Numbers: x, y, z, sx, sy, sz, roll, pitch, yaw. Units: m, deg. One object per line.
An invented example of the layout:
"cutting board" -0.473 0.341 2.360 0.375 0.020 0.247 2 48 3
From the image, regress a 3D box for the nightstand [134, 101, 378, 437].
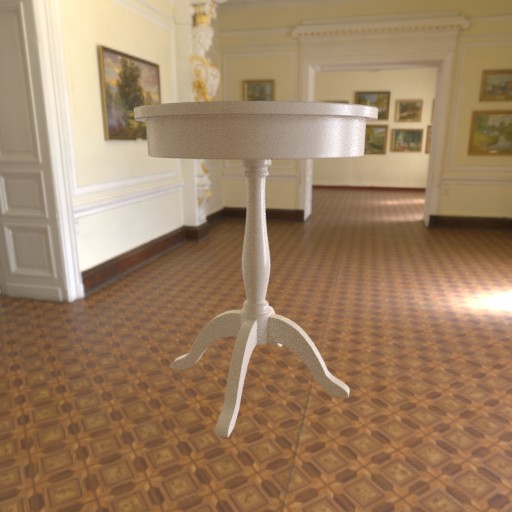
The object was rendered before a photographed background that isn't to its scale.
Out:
"nightstand" 0.000 0.000 1.044 0.513 0.653 0.513 7 16 26
